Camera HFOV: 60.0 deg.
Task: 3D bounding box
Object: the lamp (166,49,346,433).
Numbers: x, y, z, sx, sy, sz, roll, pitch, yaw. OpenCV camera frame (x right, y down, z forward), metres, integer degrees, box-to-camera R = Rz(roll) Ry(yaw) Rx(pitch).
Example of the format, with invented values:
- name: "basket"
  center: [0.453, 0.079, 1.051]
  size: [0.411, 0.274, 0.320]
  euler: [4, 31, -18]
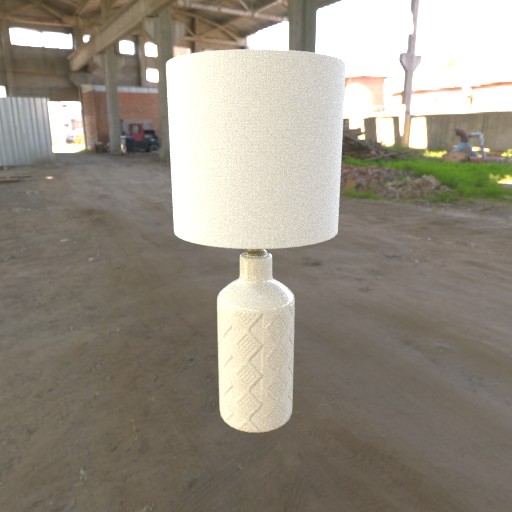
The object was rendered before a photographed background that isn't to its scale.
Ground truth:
- name: "lamp"
  center: [0.000, 0.000, 0.578]
  size: [0.207, 0.461, 0.207]
  euler: [7, 17, 25]
